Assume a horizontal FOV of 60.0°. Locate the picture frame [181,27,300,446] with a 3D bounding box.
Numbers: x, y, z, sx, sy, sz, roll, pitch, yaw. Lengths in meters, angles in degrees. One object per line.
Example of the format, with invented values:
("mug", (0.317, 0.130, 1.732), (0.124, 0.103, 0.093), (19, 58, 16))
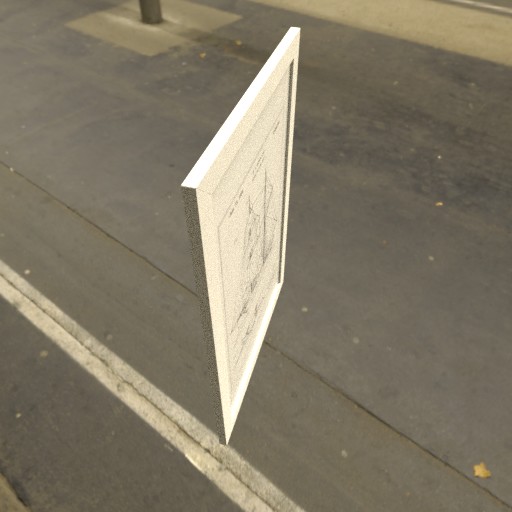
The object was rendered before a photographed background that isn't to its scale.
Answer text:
("picture frame", (0.000, 0.000, 0.583), (0.011, 0.459, 0.326), (12, 47, 12))
